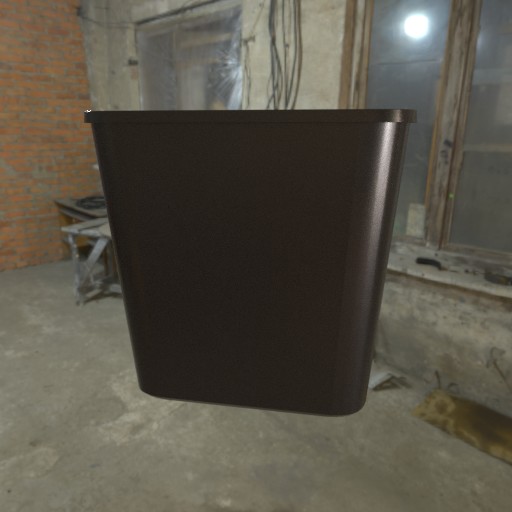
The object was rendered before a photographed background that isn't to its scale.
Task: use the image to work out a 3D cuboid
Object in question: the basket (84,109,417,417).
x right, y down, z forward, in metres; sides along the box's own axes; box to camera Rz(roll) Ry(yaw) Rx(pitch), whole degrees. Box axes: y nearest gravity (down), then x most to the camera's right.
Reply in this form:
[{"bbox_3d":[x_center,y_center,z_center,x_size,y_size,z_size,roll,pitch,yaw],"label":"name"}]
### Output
[{"bbox_3d":[0.000,0.000,0.501,0.300,0.307,0.211,3,16,10],"label":"basket"}]
